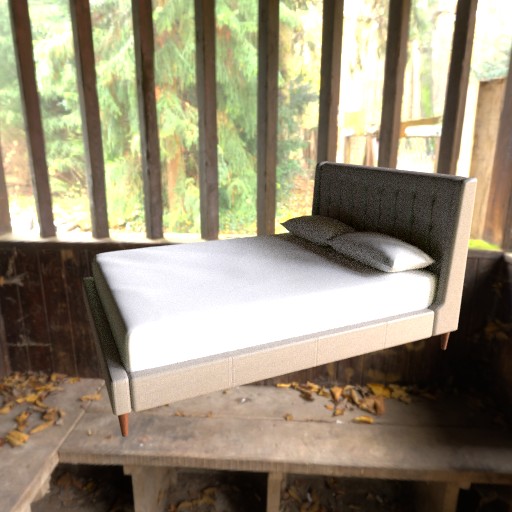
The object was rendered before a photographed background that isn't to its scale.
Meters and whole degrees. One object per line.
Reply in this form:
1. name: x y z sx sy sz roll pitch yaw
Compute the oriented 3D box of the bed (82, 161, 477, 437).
1. bed: 0.000 0.000 3.116 2.232 1.147 1.656 -7 17 -24
